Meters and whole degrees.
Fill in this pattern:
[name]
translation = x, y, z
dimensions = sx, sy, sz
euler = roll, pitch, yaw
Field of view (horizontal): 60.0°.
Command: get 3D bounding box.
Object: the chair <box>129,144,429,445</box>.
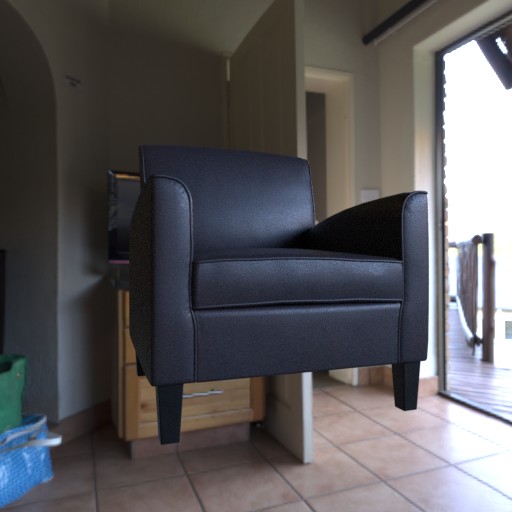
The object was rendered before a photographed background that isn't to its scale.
[chair]
translation = 0.000, 0.000, 1.543
dimensions = 0.820, 0.916, 0.819
euler = 0, 0, -20
